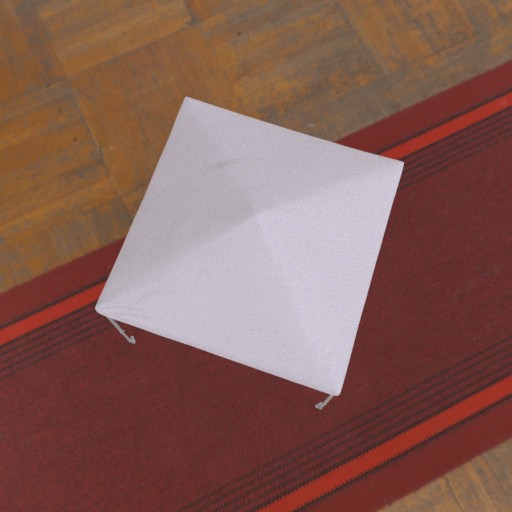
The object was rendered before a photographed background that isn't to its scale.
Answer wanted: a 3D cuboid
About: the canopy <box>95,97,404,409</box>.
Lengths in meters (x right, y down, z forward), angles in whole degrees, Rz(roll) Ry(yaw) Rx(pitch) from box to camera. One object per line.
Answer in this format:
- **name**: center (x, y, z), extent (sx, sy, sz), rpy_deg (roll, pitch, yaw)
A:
- **canopy**: center (0.000, 0.000, 5.135), extent (2.850, 2.850, 2.849), rpy_deg (18, 76, 5)
